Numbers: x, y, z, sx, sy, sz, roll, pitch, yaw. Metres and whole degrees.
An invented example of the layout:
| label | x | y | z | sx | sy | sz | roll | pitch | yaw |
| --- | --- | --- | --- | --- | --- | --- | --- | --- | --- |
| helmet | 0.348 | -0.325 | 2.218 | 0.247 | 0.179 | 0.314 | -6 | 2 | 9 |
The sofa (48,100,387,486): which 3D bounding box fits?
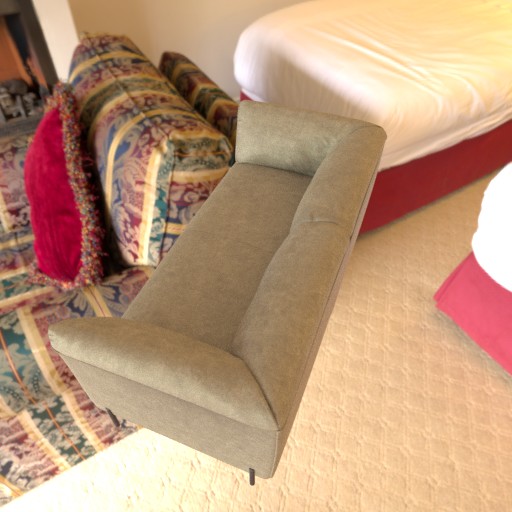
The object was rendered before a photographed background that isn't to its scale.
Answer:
| label | x | y | z | sx | sy | sz | roll | pitch | yaw |
| --- | --- | --- | --- | --- | --- | --- | --- | --- | --- |
| sofa | 0.000 | 0.000 | 2.279 | 0.905 | 0.747 | 1.878 | 16 | 49 | 15 |
